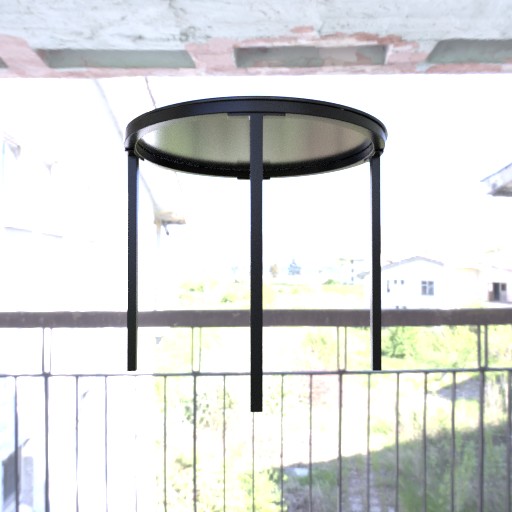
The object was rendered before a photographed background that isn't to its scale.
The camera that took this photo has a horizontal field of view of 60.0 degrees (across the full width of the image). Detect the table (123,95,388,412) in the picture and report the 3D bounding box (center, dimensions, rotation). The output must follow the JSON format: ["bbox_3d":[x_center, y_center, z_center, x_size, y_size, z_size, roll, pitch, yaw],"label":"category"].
[{"bbox_3d":[0.000,0.000,0.868,0.499,0.443,0.499,0,-1,0],"label":"table"}]
